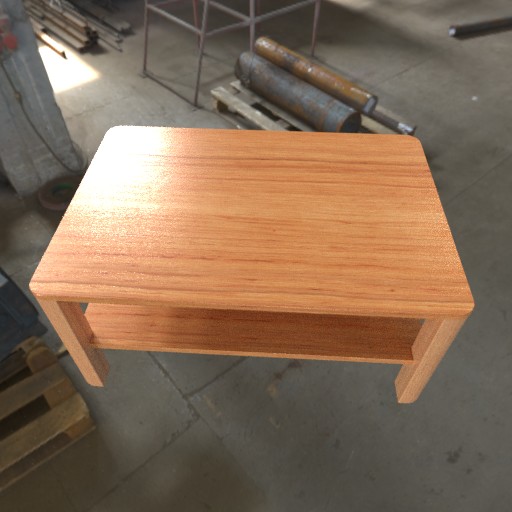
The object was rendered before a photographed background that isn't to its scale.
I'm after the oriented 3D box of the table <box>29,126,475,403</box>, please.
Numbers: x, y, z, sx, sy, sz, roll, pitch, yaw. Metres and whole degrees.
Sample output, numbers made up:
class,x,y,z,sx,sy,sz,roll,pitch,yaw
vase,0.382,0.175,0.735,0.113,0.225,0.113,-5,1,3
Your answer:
class,x,y,z,sx,sy,sz,roll,pitch,yaw
table,0.000,0.000,1.363,0.997,0.445,0.696,2,48,2
